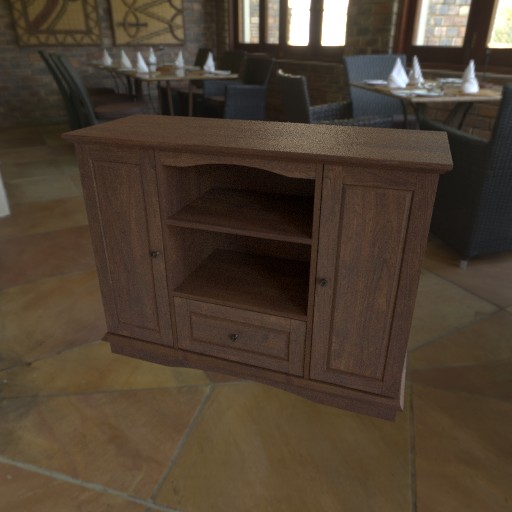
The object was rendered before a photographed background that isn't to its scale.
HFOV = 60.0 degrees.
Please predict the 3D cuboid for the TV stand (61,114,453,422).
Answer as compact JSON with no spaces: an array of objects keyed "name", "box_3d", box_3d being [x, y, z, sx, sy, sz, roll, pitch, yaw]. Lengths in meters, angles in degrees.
[{"name":"TV stand","box_3d":[0.000,0.000,1.492,1.067,0.813,0.406,9,27,17]}]
